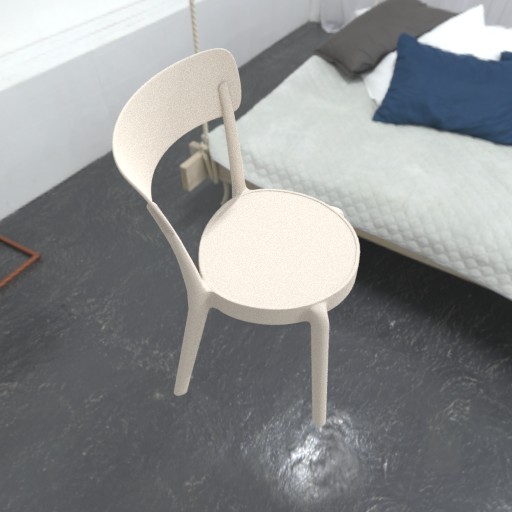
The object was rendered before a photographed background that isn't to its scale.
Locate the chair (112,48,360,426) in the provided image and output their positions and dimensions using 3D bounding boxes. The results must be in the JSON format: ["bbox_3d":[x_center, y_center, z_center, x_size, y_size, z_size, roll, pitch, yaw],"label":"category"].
[{"bbox_3d":[0.000,0.000,1.097,0.491,0.790,0.506,10,49,9],"label":"chair"}]
